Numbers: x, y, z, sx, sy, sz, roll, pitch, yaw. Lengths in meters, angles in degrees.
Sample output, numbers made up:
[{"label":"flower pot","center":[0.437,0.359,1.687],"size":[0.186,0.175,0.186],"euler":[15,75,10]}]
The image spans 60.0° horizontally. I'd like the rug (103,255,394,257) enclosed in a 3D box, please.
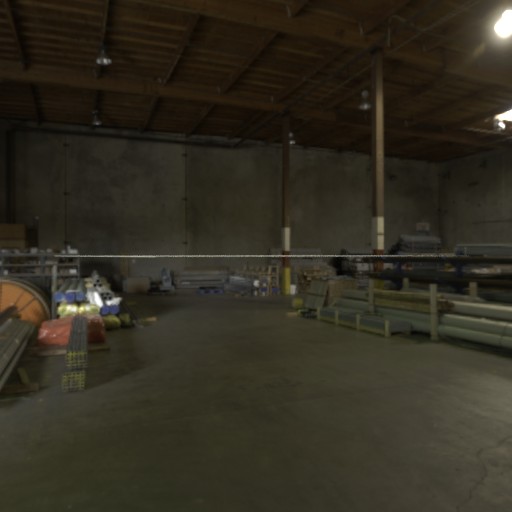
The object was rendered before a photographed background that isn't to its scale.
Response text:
[{"label":"rug","center":[0.000,0.000,4.140],"size":[3.037,0.004,2.453],"euler":[0,0,-36]}]
